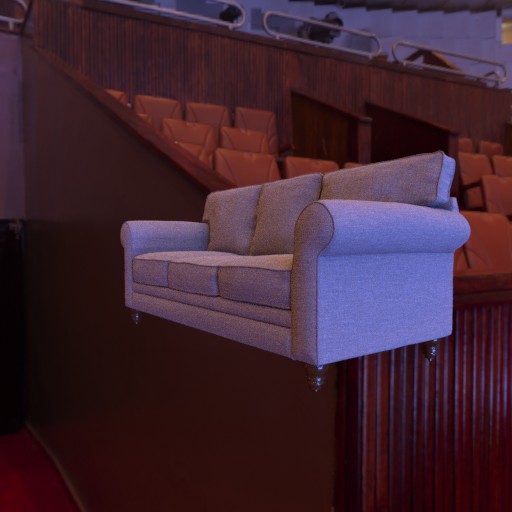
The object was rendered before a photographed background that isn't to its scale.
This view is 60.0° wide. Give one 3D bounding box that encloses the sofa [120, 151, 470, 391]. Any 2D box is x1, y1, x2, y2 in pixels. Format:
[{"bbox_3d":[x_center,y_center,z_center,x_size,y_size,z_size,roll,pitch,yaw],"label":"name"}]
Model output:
[{"bbox_3d":[0.000,0.000,2.575,0.916,0.961,2.084,-1,2,-37],"label":"sofa"}]
